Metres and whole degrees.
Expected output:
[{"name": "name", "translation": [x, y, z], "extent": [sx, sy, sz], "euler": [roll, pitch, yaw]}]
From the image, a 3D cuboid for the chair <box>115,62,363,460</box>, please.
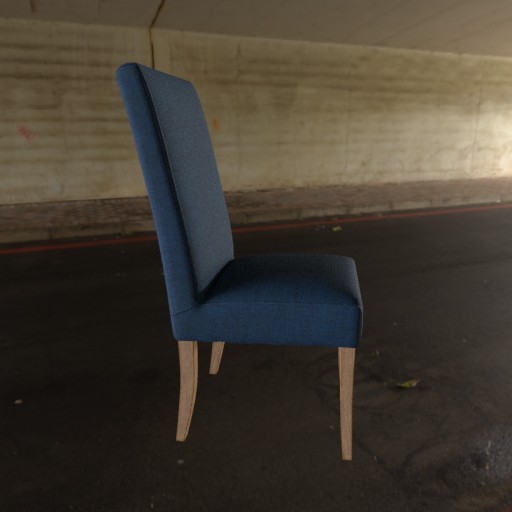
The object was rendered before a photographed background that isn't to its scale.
[{"name": "chair", "translation": [0.000, 0.000, 1.324], "extent": [0.610, 1.029, 0.450], "euler": [3, 16, 9]}]
